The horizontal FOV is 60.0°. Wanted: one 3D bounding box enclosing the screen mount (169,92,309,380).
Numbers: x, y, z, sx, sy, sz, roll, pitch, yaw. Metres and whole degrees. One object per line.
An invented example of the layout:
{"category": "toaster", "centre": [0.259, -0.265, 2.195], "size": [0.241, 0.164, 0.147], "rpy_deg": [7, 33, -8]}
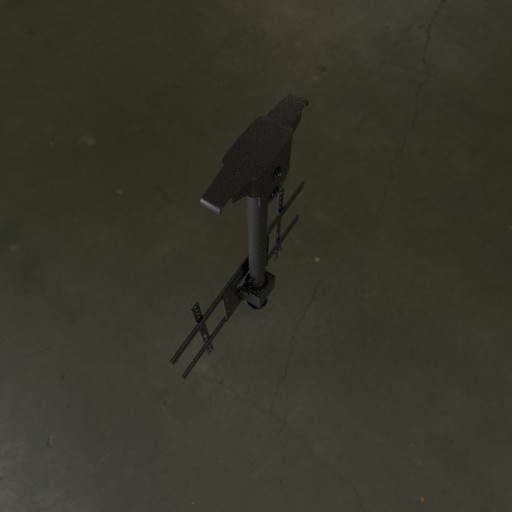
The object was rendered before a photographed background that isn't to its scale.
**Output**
{"category": "screen mount", "centre": [0.000, 0.000, 1.033], "size": [0.090, 0.775, 0.595], "rpy_deg": [30, 68, 14]}
